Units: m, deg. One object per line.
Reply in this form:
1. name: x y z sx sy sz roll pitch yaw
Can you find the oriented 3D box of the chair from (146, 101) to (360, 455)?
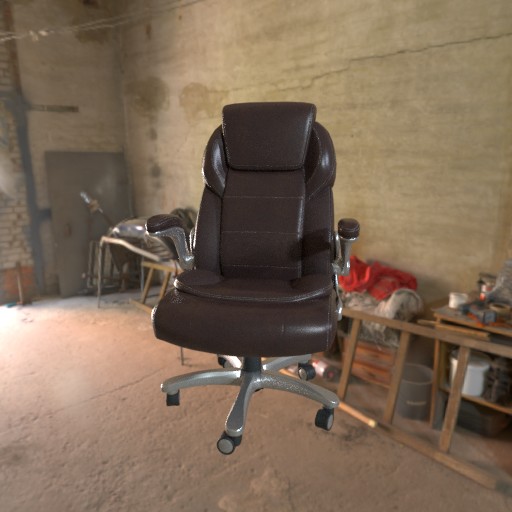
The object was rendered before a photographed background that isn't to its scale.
1. chair: 0.000 0.000 1.655 0.733 1.160 0.774 2 13 9
